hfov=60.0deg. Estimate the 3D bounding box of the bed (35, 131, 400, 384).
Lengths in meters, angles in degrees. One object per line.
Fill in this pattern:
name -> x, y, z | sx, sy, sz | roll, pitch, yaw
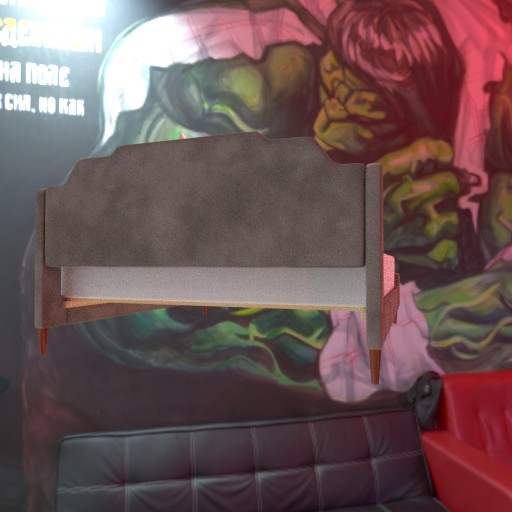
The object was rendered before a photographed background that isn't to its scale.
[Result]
bed -> 0.000, 0.000, 3.486 | 2.074, 1.245, 2.340 | 0, -1, 20
